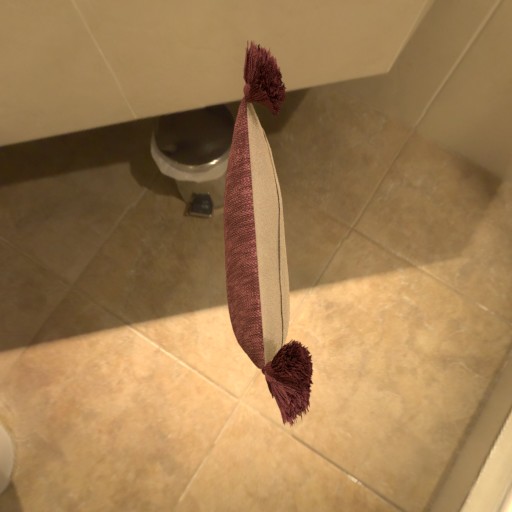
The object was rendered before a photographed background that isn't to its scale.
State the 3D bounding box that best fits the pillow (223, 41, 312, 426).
[{"bbox_3d":[0.000,0.000,0.958,0.138,0.659,0.641,-4,77,-1],"label":"pillow"}]
